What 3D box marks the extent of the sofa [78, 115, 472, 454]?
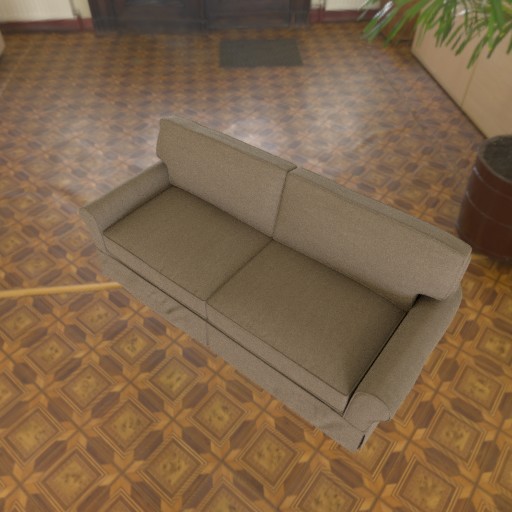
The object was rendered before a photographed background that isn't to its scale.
[{"bbox_3d":[0.000,0.000,2.711,2.248,0.943,0.991,30,53,25],"label":"sofa"}]
